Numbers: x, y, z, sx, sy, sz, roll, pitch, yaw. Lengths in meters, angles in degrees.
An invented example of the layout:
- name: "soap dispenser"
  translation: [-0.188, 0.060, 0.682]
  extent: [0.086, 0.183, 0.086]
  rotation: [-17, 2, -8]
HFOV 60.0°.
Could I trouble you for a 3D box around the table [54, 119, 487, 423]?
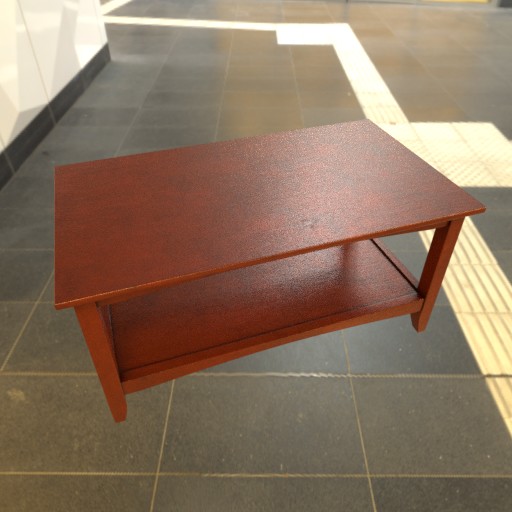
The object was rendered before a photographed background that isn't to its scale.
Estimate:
- name: "table"
  translation: [0.000, 0.000, 1.240]
  extent: [0.943, 0.456, 0.533]
  rotation: [-13, 42, -15]
